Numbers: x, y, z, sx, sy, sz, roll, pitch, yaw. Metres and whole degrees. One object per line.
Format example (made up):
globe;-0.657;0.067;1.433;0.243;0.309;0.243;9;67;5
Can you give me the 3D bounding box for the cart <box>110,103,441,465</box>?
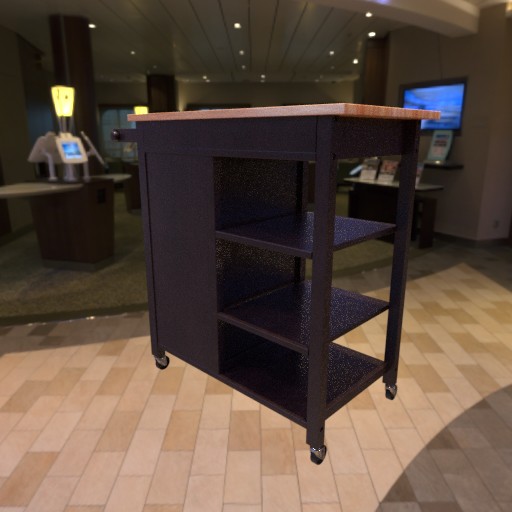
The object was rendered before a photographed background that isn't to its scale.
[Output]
cart;0.000;0.000;1.437;0.914;0.878;0.472;14;21;42
